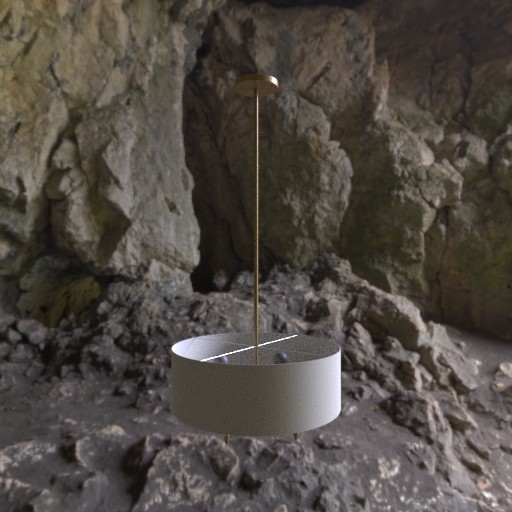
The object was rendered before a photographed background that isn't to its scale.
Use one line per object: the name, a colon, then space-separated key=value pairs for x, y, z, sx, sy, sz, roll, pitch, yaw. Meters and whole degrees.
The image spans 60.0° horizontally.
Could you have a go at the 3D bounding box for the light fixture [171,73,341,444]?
light fixture: x=0.000 y=0.000 z=1.358 sx=0.508 sy=1.067 sz=0.508 roll=0 pitch=-1 yaw=0
